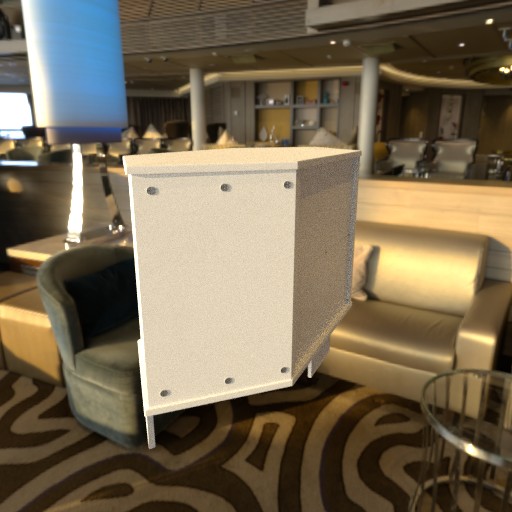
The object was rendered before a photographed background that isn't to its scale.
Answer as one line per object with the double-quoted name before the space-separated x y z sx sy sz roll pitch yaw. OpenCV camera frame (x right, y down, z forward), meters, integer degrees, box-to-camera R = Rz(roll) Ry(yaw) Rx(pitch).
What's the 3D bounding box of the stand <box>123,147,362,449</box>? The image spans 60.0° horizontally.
"stand" 0.000 0.000 1.352 0.477 0.614 1.072 8 18 25
